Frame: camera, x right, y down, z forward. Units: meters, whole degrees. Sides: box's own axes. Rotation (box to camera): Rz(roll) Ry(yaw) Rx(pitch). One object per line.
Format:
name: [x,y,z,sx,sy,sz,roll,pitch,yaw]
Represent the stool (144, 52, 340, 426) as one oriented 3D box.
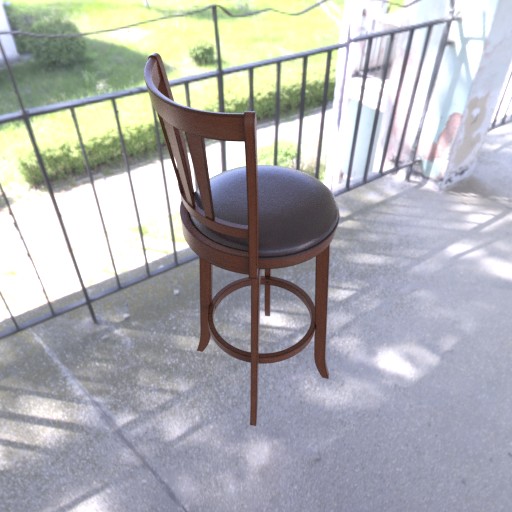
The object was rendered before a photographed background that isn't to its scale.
stool: [0.000,0.000,1.420,0.503,1.177,0.464,-24,46,-25]
